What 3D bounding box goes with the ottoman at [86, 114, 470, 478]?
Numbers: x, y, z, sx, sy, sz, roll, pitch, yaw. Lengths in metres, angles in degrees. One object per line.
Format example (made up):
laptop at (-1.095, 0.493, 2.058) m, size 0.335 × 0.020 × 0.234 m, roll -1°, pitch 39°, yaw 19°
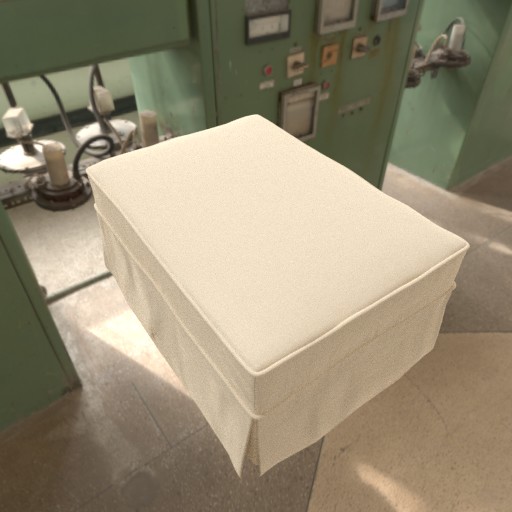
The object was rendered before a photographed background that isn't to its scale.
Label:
ottoman at (0.000, 0.000, 1.316) m, size 0.703 × 0.479 × 0.944 m, roll -25°, pitch 47°, yaw -26°
